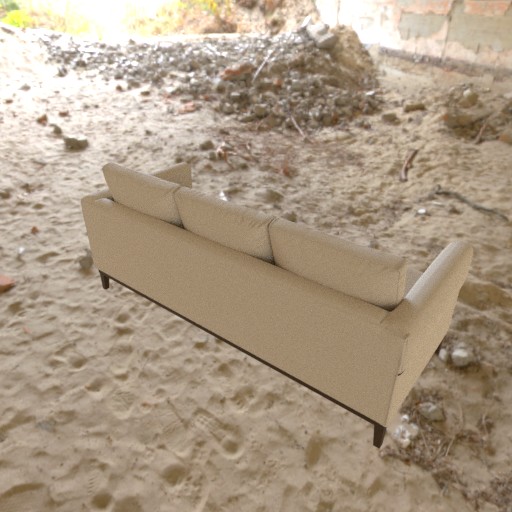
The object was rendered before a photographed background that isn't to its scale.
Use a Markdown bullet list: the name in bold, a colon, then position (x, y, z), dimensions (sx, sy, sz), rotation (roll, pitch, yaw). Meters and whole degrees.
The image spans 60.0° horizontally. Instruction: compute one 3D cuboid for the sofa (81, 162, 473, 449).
- **sofa**: position (0.000, 0.000, 2.673), dimensions (2.198, 0.911, 0.902), rotation (22, 37, 32)
